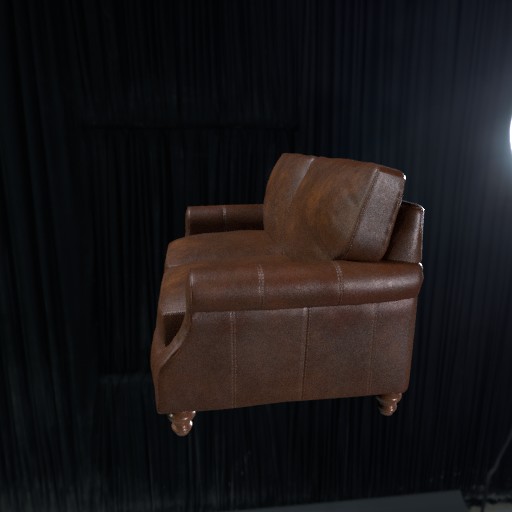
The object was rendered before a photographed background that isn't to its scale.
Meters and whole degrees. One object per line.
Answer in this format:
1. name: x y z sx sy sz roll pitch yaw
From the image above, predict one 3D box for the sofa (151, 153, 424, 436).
1. sofa: 0.000 0.000 2.221 0.990 0.976 1.616 -2 15 -8
